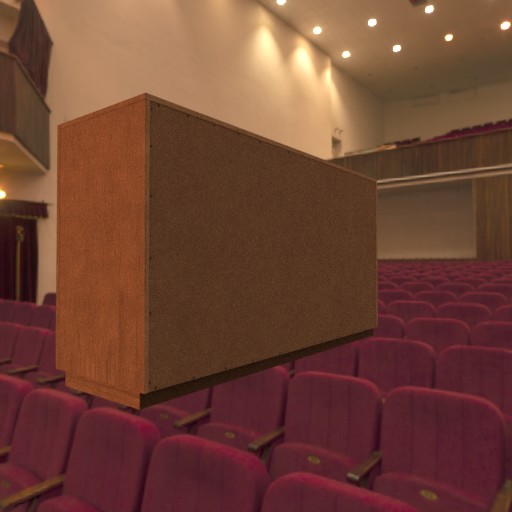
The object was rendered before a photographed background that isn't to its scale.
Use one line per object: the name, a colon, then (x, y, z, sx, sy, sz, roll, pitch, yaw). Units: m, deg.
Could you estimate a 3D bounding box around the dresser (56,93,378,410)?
dresser: (0.000, 0.000, 2.023, 0.483, 0.889, 1.628, -1, -1, 38)
